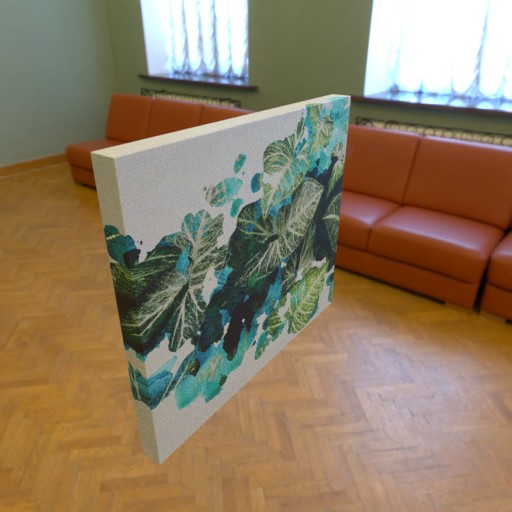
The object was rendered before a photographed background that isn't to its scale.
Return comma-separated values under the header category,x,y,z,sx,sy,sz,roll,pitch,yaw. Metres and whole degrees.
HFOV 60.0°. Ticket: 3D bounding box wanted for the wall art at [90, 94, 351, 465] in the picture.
category,x,y,z,sx,sy,sz,roll,pitch,yaw
wall art,0.000,0.000,0.710,0.041,0.435,0.507,19,33,32
